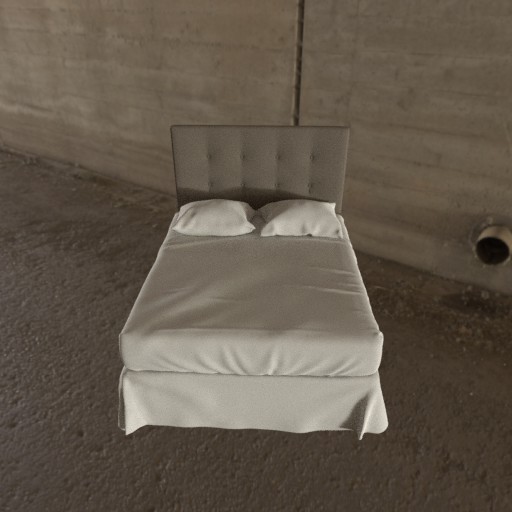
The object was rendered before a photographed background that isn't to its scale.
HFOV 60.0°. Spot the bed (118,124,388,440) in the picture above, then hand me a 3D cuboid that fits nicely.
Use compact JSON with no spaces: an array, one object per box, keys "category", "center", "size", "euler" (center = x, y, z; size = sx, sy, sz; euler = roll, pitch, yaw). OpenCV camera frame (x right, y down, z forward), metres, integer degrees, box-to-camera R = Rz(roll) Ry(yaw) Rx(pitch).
[{"category":"bed","center":[0.000,0.000,3.541],"size":[1.936,1.577,2.222],"euler":[1,30,2]}]
